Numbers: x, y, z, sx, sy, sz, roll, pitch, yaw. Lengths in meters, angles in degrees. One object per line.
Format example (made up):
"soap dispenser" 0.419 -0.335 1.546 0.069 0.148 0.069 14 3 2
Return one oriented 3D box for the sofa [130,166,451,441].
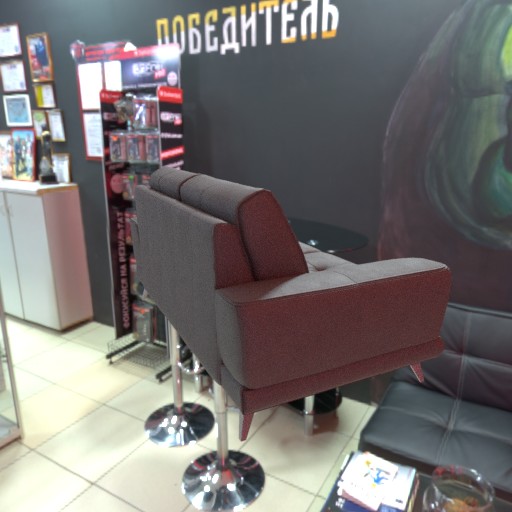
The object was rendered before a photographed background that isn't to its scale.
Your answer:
"sofa" 0.000 0.000 2.425 1.018 0.907 1.806 -8 17 -25
